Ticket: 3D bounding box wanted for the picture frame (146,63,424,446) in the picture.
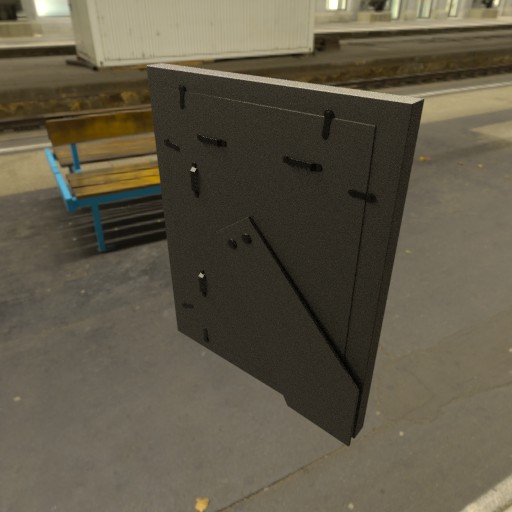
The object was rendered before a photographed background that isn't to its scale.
[{"bbox_3d":[0.000,0.000,0.511,0.307,0.383,0.036,23,38,33],"label":"picture frame"}]
